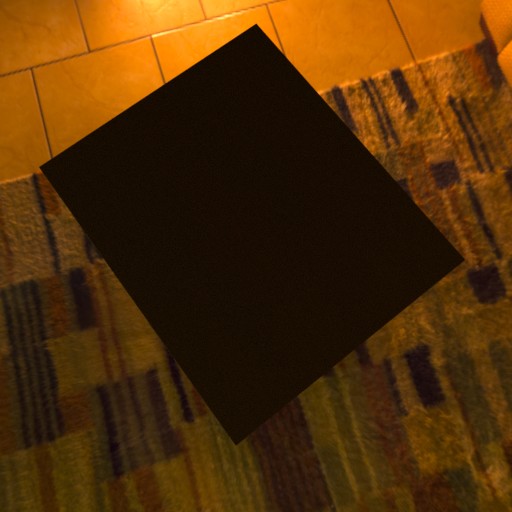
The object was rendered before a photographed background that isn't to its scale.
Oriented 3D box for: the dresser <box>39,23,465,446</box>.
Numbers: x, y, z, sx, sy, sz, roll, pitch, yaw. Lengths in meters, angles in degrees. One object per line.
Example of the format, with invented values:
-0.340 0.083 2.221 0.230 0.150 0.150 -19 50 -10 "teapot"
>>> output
0.000 0.000 0.802 0.360 0.560 0.400 -37 80 -7 "dresser"
